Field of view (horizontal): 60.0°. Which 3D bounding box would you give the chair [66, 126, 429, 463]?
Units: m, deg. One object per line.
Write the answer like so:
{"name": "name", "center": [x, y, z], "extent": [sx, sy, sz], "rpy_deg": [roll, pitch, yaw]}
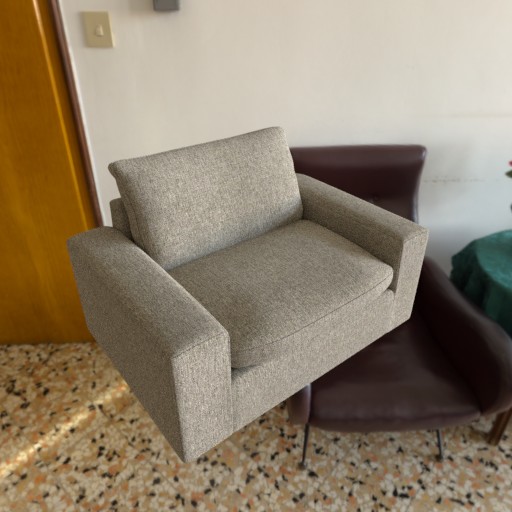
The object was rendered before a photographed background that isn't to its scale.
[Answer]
{"name": "chair", "center": [0.000, 0.000, 2.088], "extent": [1.398, 0.915, 1.039], "rpy_deg": [-22, 38, -32]}
